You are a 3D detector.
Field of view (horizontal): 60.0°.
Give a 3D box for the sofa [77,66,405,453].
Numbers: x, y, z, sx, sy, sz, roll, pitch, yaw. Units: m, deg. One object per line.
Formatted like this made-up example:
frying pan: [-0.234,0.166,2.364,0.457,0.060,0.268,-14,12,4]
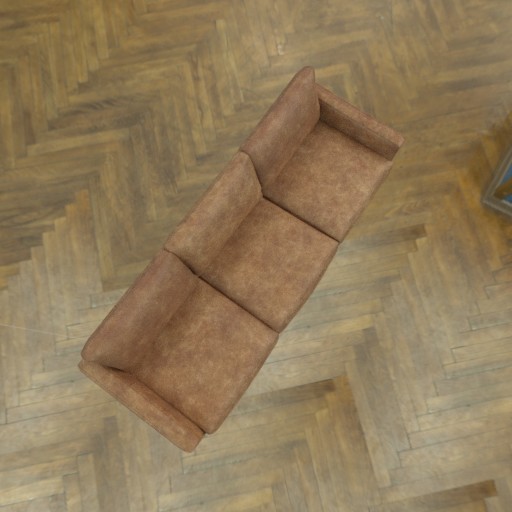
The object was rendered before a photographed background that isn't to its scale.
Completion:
sofa: [0.000,0.000,2.483,0.748,0.863,2.029,34,78,8]
